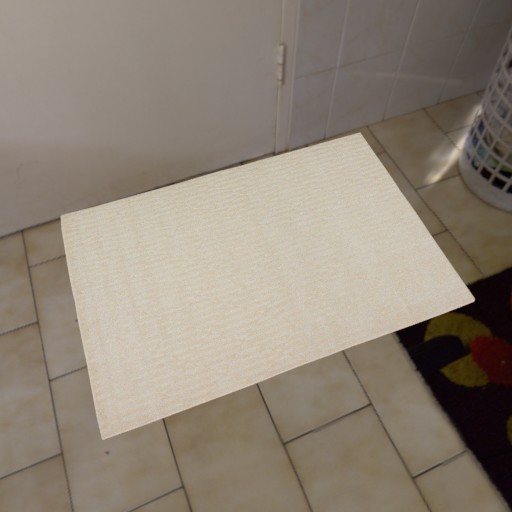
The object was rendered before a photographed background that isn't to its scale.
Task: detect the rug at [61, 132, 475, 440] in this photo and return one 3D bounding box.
[{"bbox_3d":[0.000,0.000,2.301,1.848,0.014,1.238,-18,60,-10],"label":"rug"}]
